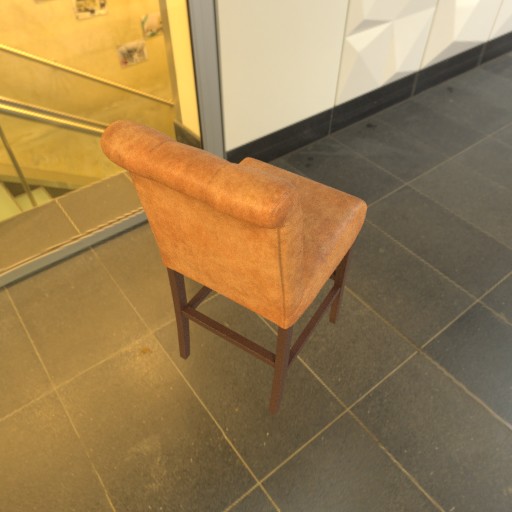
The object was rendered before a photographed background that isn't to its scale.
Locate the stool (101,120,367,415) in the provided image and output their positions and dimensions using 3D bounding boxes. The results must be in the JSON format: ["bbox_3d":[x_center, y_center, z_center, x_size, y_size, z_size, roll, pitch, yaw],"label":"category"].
[{"bbox_3d":[0.000,0.000,1.414,0.493,1.047,0.601,25,52,22],"label":"stool"}]
